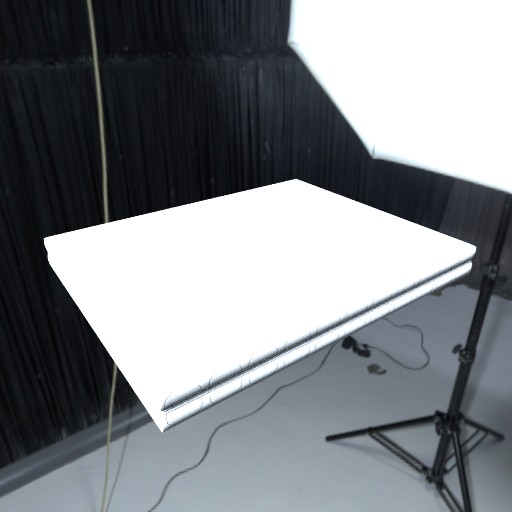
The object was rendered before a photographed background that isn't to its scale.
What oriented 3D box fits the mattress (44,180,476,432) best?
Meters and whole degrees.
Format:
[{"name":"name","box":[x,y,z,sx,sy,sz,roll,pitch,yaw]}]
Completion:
[{"name":"mattress","box":[0.000,0.000,2.650,2.000,0.200,1.600,-18,32,-32]}]
